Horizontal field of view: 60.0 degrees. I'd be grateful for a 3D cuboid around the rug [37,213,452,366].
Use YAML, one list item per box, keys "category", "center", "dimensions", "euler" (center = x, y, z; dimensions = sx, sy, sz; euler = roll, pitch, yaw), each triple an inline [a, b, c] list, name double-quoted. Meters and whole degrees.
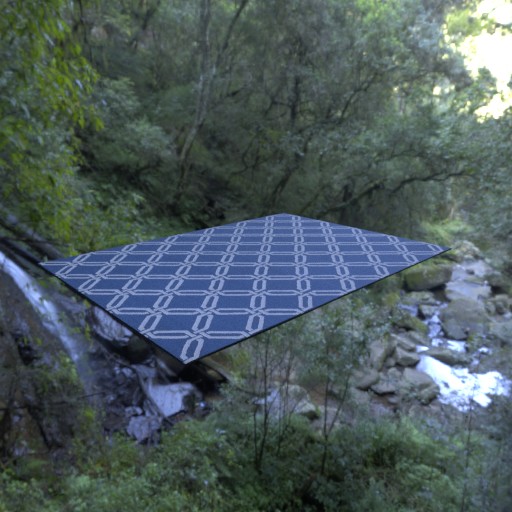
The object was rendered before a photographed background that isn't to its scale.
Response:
- category: "rug"
  center: [0.000, 0.000, 4.392]
  dimensions: [3.342, 0.018, 2.432]
  euler: [-16, 23, -41]
